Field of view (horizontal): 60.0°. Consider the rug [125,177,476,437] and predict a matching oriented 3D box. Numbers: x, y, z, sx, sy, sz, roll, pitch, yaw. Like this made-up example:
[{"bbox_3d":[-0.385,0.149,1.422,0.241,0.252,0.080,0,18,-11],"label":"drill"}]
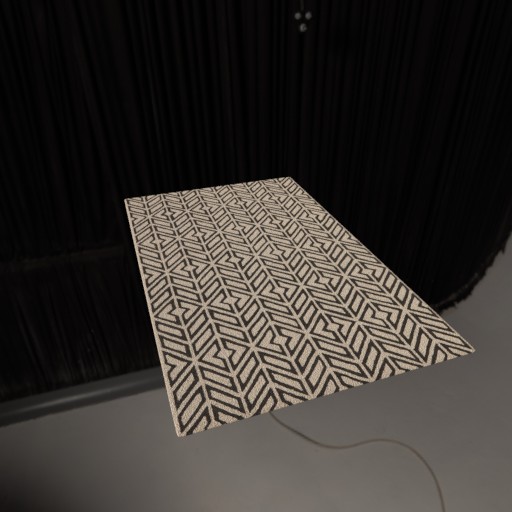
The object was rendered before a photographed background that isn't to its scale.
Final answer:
[{"bbox_3d":[0.000,0.000,3.003,1.523,0.008,2.438,-10,34,-16],"label":"rug"}]
